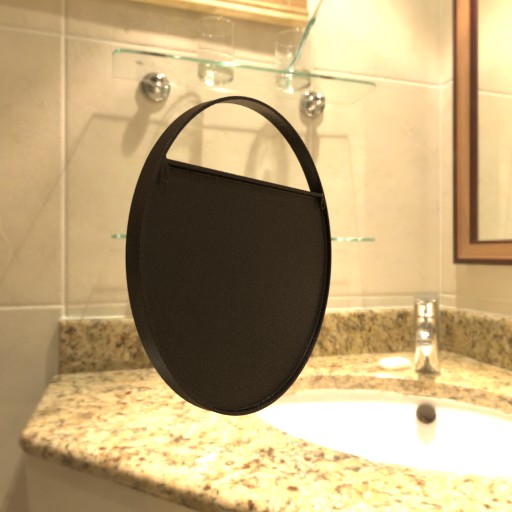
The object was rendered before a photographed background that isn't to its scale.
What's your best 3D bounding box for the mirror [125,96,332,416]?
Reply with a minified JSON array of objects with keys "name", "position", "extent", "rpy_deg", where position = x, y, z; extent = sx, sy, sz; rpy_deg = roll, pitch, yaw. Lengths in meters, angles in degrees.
[{"name":"mirror","position":[0.000,0.000,0.824],"extent":[0.032,0.565,0.565],"rpy_deg":[0,0,36]}]
